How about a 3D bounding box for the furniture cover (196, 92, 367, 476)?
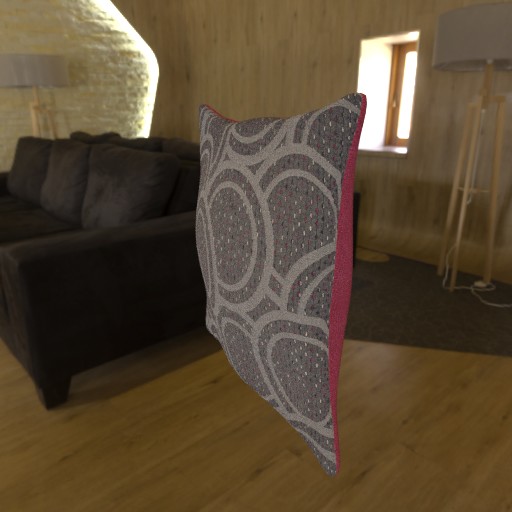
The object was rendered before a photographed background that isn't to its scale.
[{"bbox_3d":[0.000,0.000,0.769,0.163,0.513,0.514,-8,20,-25],"label":"furniture cover"}]
